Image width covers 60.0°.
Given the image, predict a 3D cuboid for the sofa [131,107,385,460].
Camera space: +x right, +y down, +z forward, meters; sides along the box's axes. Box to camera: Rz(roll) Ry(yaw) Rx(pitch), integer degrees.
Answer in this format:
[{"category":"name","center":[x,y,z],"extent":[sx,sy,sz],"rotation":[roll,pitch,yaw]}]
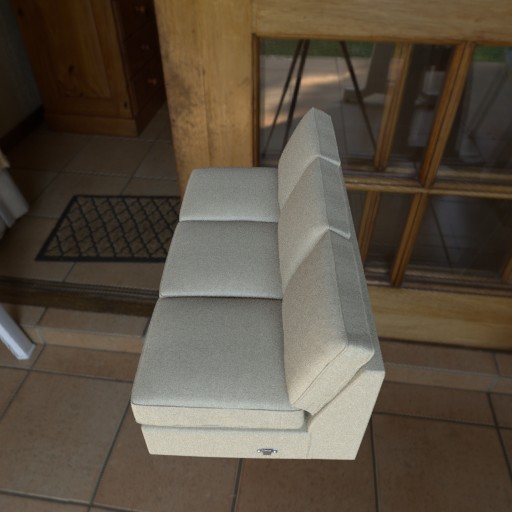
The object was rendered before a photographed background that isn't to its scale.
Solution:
[{"category":"sofa","center":[0.000,0.000,2.552],"extent":[1.027,0.973,1.962],"rotation":[1,41,1]}]
